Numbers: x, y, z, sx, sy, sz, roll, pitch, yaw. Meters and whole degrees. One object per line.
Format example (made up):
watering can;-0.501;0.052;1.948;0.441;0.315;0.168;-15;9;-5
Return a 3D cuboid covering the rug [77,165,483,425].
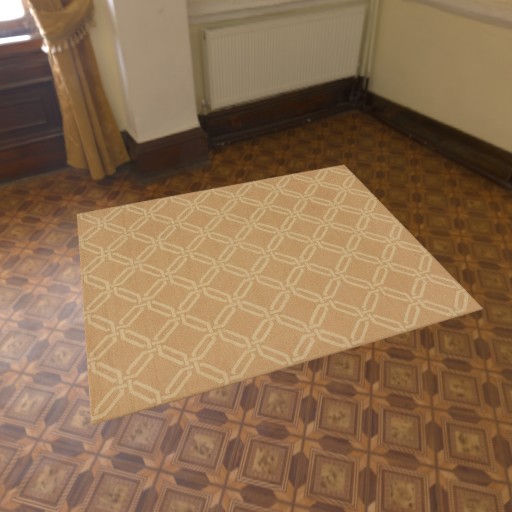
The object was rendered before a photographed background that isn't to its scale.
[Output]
rug;0.000;0.000;3.852;2.895;0.018;2.288;-13;43;-14
